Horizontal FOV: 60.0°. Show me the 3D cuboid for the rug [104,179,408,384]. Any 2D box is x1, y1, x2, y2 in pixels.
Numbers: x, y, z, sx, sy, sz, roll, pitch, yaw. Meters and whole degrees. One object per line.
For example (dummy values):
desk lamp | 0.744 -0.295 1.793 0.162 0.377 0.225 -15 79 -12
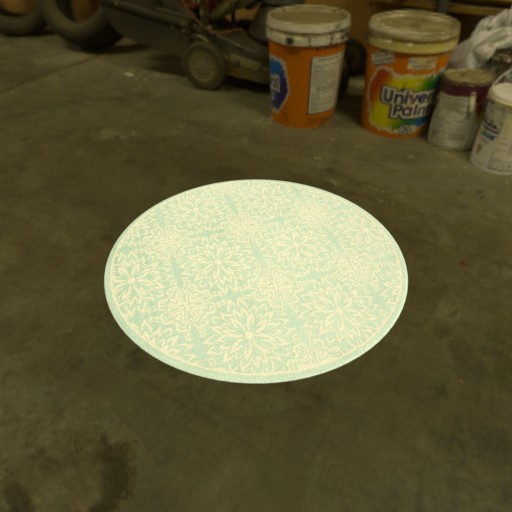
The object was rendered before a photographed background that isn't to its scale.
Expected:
rug | 0.000 0.000 2.400 1.593 0.012 1.593 0 40 0
